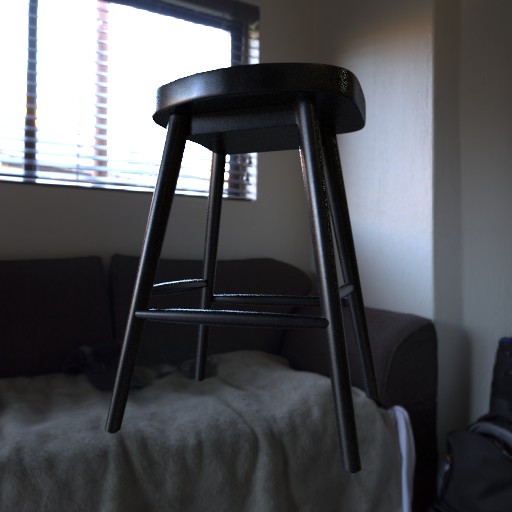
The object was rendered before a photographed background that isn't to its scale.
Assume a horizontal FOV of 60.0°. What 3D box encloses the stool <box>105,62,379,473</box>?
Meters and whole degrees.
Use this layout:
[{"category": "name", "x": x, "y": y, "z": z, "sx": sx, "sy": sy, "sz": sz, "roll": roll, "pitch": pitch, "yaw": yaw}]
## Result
[{"category": "stool", "x": 0.000, "y": 0.000, "z": 0.862, "sx": 0.440, "sy": 0.615, "sz": 0.361, "roll": 0, "pitch": 0, "yaw": 20}]
